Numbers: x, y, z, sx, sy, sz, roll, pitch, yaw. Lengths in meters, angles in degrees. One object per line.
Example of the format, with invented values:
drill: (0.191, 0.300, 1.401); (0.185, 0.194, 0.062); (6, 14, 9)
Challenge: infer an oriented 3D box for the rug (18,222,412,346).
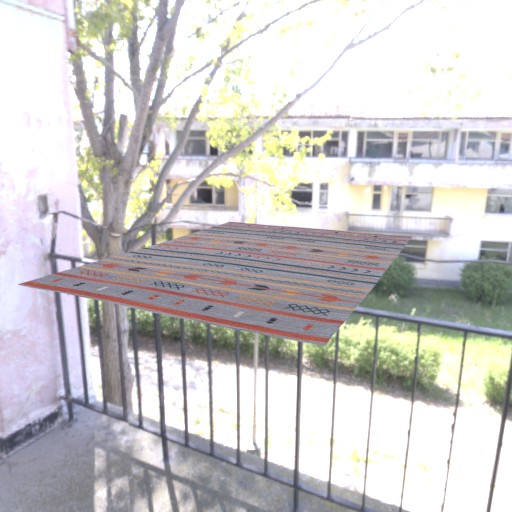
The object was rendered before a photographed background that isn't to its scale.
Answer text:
rug: (0.000, 0.000, 3.945); (2.263, 0.022, 3.029); (7, 15, 26)
